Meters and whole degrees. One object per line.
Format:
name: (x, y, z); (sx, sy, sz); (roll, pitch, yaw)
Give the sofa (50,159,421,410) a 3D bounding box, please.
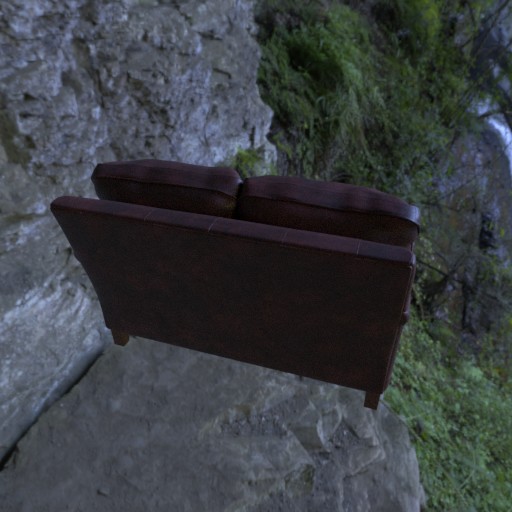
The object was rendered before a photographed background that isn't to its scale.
sofa: (0.000, 0.000, 2.385); (1.628, 1.070, 1.148); (10, 34, 15)
